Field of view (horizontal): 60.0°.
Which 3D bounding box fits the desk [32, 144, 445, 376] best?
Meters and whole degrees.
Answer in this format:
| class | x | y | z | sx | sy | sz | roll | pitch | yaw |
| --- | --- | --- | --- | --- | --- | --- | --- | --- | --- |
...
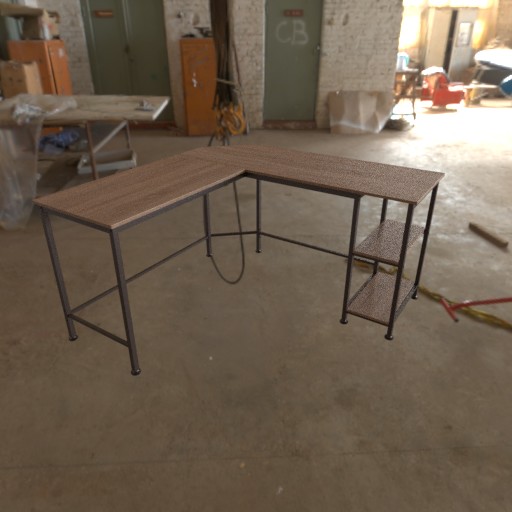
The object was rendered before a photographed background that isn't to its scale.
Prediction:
| class | x | y | z | sx | sy | sz | roll | pitch | yaw |
| --- | --- | --- | --- | --- | --- | --- | --- | --- | --- |
| desk | 0.000 | 0.000 | 2.233 | 1.379 | 0.739 | 1.379 | 17 | 32 | 29 |
